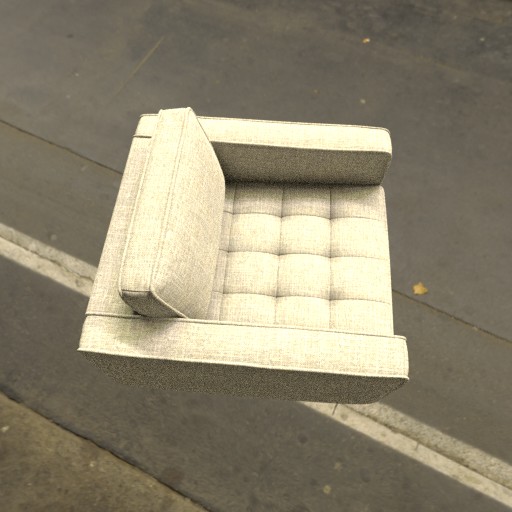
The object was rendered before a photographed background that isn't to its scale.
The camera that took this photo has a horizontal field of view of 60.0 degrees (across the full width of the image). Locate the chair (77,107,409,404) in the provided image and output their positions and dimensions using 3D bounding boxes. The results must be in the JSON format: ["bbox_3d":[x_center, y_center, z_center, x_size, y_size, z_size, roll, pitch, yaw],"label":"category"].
[{"bbox_3d":[0.000,0.000,1.542,0.914,0.765,0.889,4,63,2],"label":"chair"}]
